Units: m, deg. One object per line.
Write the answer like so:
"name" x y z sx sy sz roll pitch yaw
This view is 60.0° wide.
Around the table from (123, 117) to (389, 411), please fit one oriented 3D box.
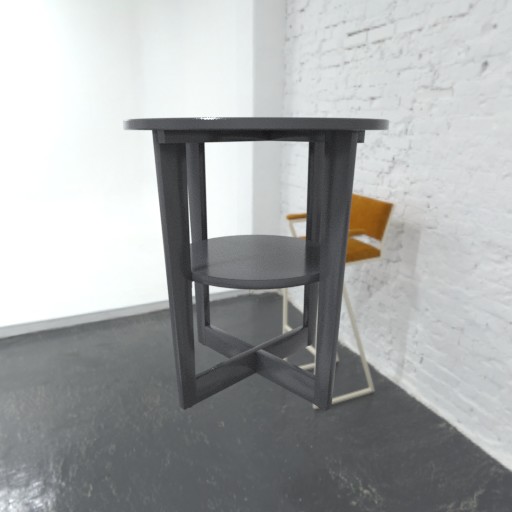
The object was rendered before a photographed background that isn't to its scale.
"table" 0.000 0.000 0.940 0.500 0.550 0.500 0 16 0
